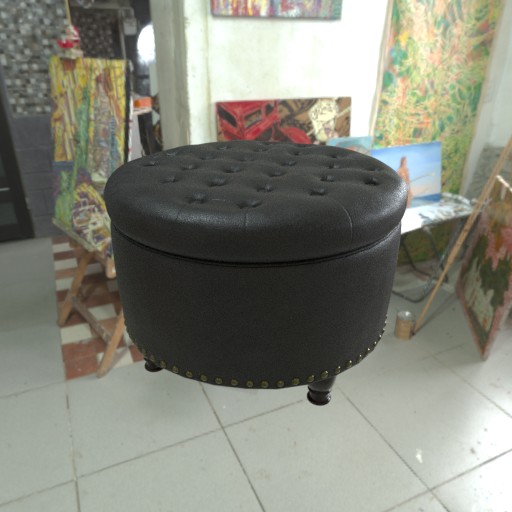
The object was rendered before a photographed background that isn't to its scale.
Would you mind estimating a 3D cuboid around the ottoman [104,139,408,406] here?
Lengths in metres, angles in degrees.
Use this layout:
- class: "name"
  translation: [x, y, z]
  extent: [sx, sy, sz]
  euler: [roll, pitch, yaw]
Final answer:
- class: "ottoman"
  translation: [0.000, 0.000, 1.050]
  extent: [0.637, 0.442, 0.637]
  euler: [0, 26, 0]
